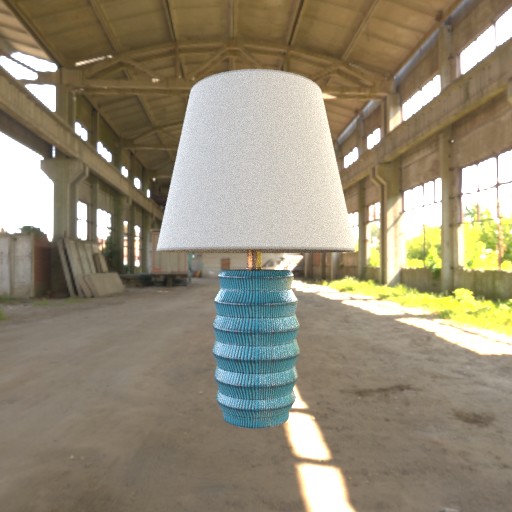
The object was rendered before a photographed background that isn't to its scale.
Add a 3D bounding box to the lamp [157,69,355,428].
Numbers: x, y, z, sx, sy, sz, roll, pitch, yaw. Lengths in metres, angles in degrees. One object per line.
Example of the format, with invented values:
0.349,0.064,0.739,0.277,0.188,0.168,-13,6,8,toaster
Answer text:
0.000,0.000,0.808,0.355,0.582,0.355,0,-1,0,lamp
